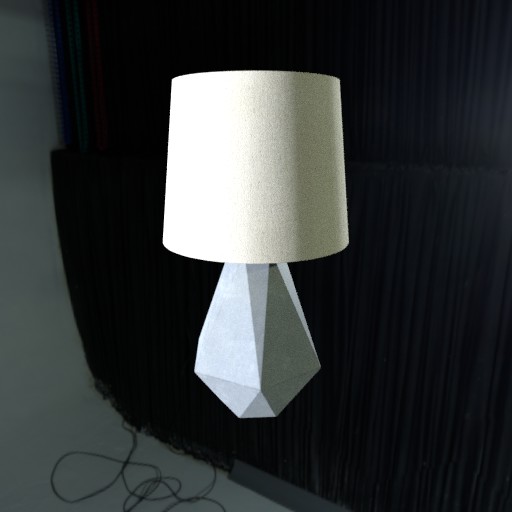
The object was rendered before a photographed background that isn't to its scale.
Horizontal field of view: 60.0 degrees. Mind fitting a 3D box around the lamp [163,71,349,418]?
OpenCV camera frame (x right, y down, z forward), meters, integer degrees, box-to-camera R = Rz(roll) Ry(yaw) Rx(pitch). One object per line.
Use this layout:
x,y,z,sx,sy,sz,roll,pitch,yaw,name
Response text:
0.000,0.000,0.681,0.276,0.501,0.276,0,15,0,lamp
